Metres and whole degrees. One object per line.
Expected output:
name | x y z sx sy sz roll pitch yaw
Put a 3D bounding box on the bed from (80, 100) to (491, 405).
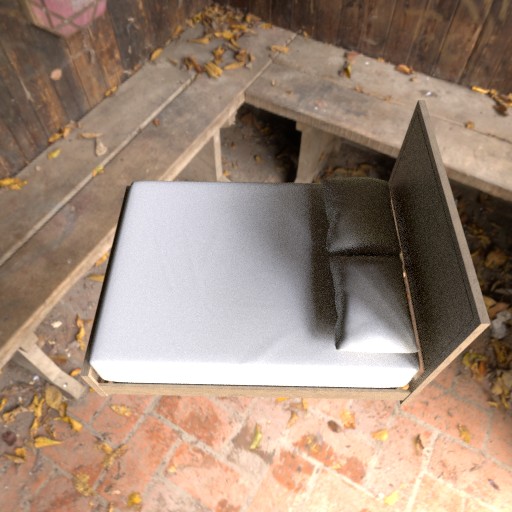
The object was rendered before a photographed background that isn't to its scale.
bed | 0.000 0.000 3.061 2.189 1.369 1.606 1 57 1
